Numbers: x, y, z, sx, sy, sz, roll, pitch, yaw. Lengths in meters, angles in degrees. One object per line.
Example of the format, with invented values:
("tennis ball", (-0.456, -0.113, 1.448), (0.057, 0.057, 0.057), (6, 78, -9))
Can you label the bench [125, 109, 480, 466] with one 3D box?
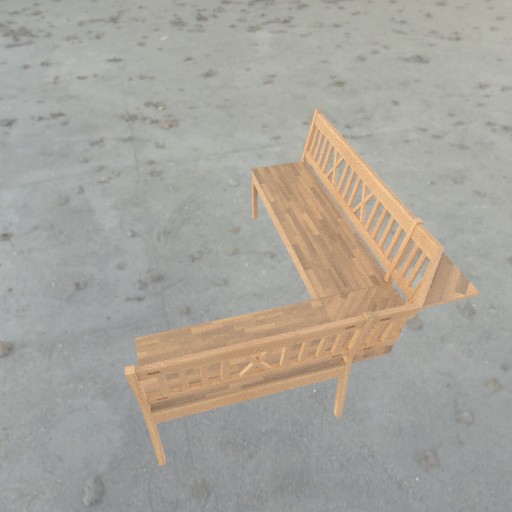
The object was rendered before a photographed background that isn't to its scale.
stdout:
("bench", (0.000, 0.000, 2.760), (1.537, 0.902, 1.937), (-11, 43, -12))
